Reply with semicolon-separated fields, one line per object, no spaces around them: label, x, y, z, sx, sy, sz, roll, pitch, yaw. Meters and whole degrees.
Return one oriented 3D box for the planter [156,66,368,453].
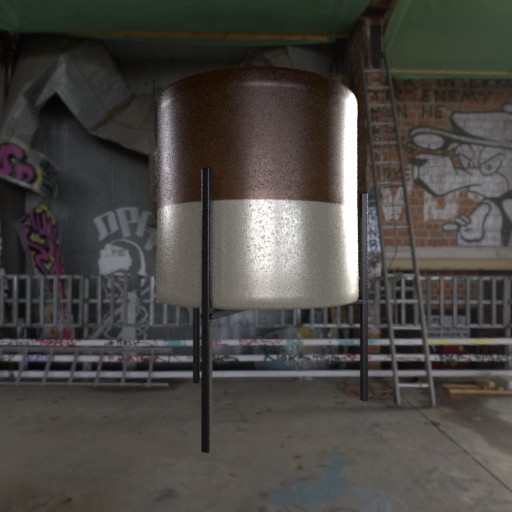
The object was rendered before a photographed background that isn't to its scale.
planter;0.000;0.000;0.546;0.255;0.375;0.269;0;-1;19
